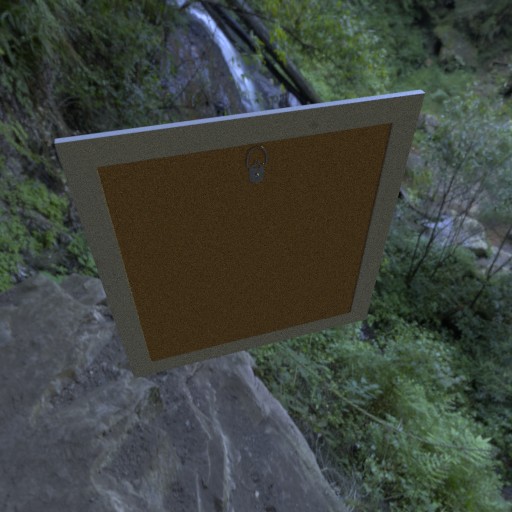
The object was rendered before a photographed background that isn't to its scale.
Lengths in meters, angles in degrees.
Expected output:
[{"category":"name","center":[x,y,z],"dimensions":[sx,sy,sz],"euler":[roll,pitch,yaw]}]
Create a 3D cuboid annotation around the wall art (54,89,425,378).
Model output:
[{"category":"wall art","center":[0.000,0.000,0.858],"dimensions":[0.572,0.577,0.015],"euler":[-12,44,-12]}]
